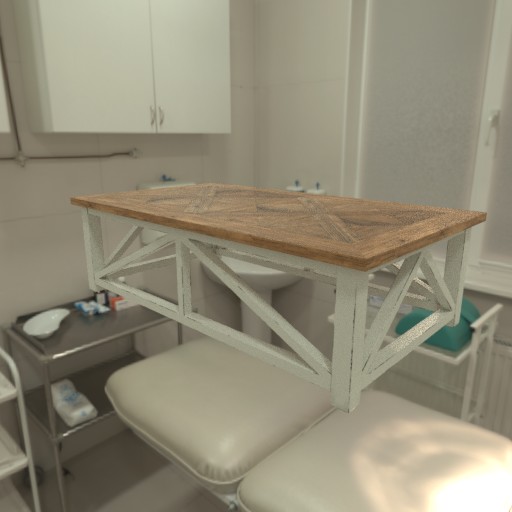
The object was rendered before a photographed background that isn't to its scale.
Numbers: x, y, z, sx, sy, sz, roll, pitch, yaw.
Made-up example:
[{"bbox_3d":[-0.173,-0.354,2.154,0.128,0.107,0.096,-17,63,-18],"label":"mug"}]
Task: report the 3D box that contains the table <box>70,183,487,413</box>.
[{"bbox_3d":[0.000,0.000,1.740,1.400,0.410,0.800,14,21,41],"label":"table"}]
